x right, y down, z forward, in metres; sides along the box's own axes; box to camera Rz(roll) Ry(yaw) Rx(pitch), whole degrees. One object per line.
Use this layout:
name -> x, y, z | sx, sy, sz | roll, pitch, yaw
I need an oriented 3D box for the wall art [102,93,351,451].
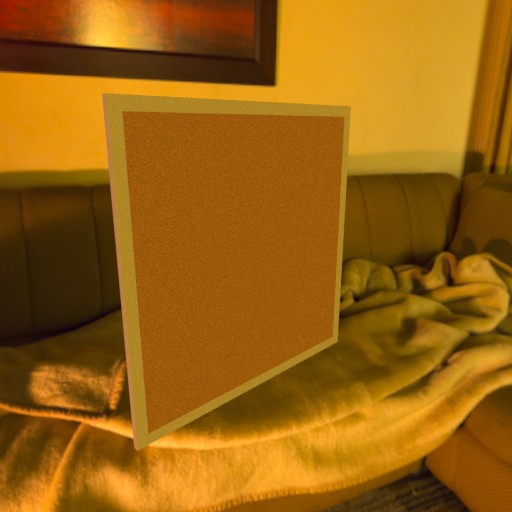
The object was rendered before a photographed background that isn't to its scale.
wall art -> 0.000, 0.000, 0.693 | 0.456, 0.457, 0.009 | -15, 22, -42
